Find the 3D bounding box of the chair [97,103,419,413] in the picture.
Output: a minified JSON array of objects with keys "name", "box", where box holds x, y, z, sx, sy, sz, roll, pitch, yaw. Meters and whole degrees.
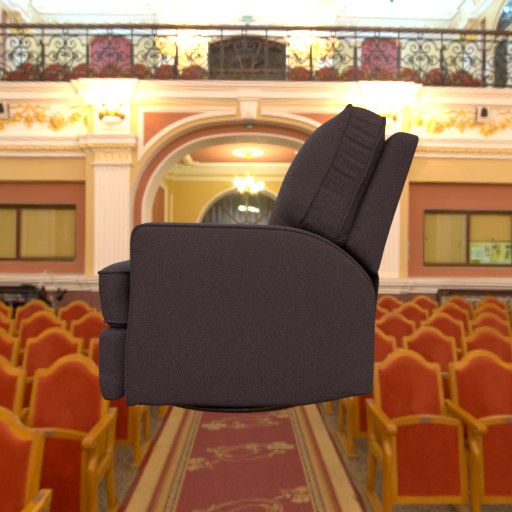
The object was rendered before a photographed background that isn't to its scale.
[{"name":"chair","box":[0.000,0.000,1.674,0.964,0.962,0.861,0,0,-1]}]
